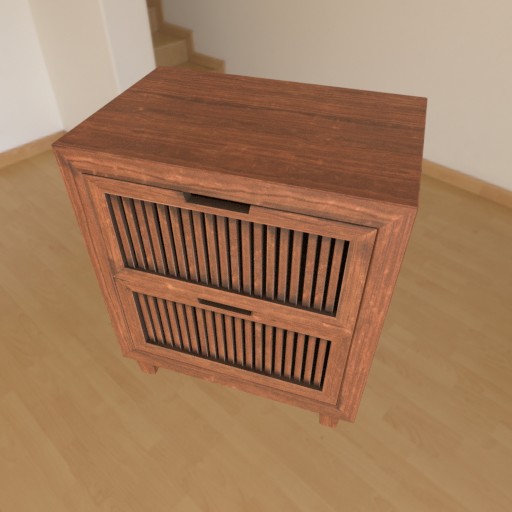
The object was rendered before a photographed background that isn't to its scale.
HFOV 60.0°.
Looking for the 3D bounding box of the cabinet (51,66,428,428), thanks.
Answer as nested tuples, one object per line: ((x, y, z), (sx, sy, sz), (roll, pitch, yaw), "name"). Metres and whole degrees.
((0.000, 0.000, 1.063), (0.607, 0.695, 0.410), (12, 43, 13), "cabinet")
